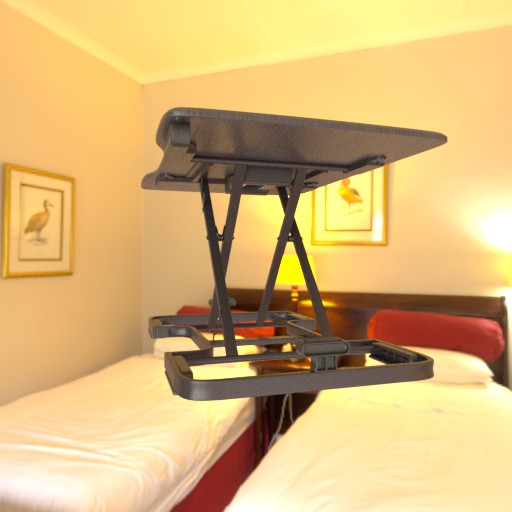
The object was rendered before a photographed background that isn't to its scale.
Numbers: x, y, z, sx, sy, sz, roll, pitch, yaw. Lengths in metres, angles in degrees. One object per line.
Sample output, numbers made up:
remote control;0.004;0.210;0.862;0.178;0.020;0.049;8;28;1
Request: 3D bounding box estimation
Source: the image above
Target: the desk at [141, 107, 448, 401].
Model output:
desk;0.000;0.000;1.146;0.546;0.470;0.820;0;0;-17
